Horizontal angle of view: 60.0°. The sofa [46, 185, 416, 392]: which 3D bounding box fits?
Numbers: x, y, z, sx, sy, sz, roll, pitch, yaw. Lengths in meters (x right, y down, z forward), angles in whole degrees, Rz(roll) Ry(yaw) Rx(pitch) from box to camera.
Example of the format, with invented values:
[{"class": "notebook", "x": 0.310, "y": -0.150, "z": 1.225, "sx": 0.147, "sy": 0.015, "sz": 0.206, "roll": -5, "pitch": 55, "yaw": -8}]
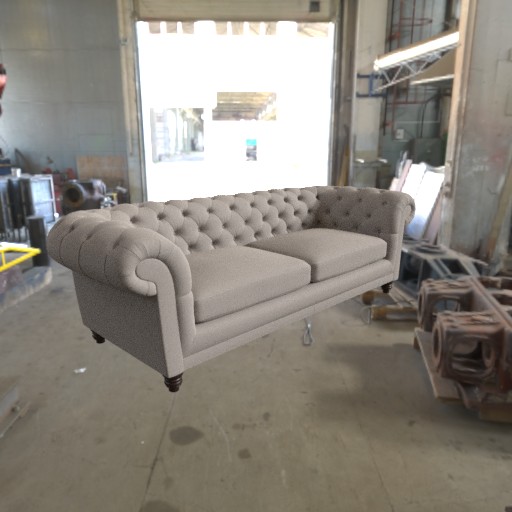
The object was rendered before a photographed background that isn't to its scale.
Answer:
[{"class": "sofa", "x": 0.000, "y": 0.000, "z": 2.827, "sx": 0.991, "sy": 0.749, "sz": 2.411, "roll": 14, "pitch": 20, "yaw": 43}]
